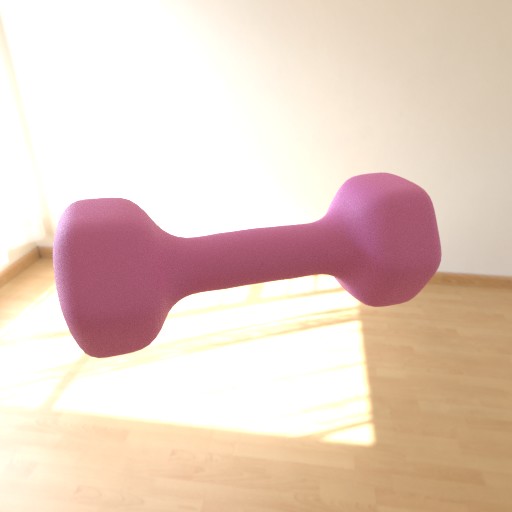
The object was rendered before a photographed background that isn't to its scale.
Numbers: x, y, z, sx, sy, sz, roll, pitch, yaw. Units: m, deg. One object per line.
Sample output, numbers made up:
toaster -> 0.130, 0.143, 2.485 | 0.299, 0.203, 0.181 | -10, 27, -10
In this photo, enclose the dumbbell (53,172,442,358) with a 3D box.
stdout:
dumbbell -> 0.000, 0.000, 0.192 | 0.159, 0.058, 0.064 | -8, 27, -15
